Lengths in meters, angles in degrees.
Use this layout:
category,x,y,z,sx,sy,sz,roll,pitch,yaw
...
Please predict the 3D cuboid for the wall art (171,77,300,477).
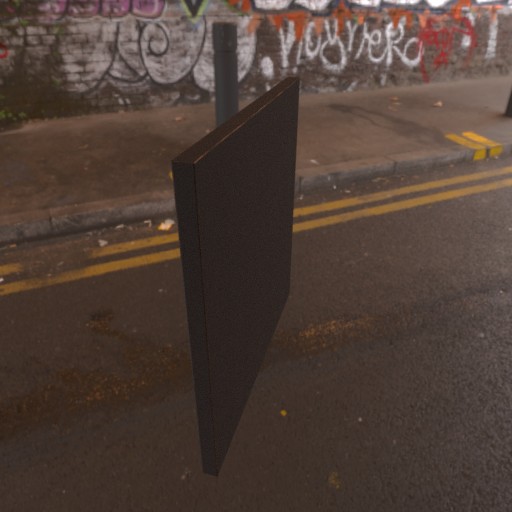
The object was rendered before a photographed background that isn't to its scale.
category,x,y,z,sx,sy,sz,roll,pitch,yaw
wall art,0.000,0.000,1.159,0.038,0.762,0.762,9,32,14
